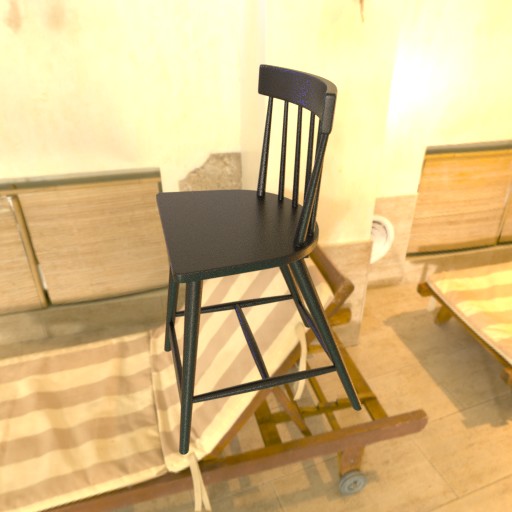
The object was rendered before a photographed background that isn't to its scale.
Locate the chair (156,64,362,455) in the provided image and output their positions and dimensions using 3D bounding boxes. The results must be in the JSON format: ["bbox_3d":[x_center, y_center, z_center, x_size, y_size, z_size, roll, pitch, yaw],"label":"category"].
[{"bbox_3d":[0.000,0.000,1.262,0.572,0.952,0.483,-8,31,-13],"label":"chair"}]
